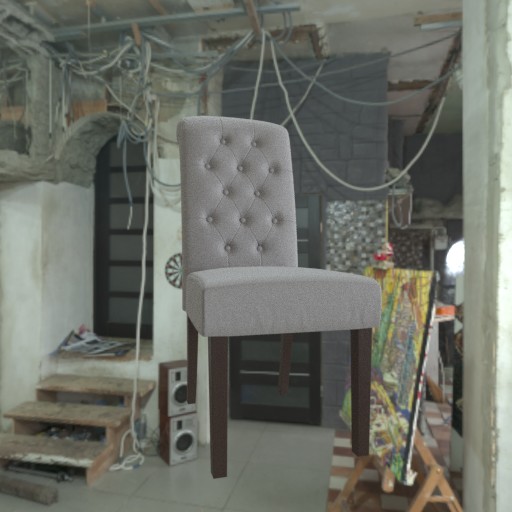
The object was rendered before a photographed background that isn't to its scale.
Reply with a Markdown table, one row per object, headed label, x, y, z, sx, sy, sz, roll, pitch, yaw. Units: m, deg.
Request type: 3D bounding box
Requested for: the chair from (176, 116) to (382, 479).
| label | x | y | z | sx | sy | sz | roll | pitch | yaw |
| --- | --- | --- | --- | --- | --- | --- | --- | --- | --- |
| chair | 0.000 | 0.000 | 1.366 | 0.456 | 1.006 | 0.671 | 0 | 0 | -17 |
